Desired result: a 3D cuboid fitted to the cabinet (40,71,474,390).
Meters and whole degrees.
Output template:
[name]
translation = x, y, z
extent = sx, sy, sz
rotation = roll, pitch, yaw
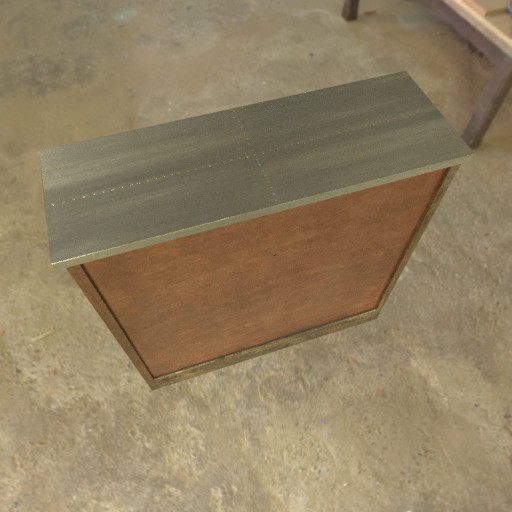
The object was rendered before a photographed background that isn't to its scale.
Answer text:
[cabinet]
translation = 0.000, 0.000, 1.430
extent = 0.968, 0.919, 0.338
rotation = -16, 59, -10
